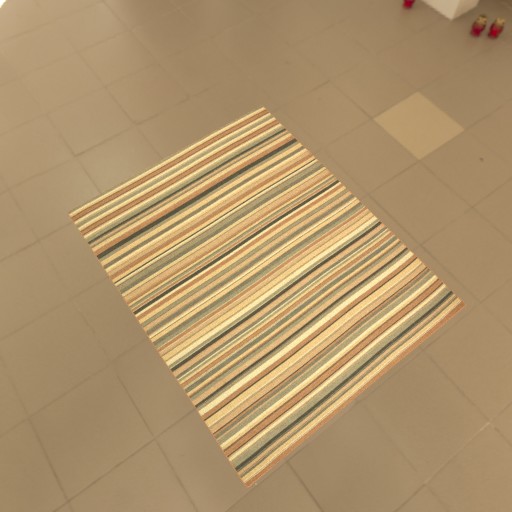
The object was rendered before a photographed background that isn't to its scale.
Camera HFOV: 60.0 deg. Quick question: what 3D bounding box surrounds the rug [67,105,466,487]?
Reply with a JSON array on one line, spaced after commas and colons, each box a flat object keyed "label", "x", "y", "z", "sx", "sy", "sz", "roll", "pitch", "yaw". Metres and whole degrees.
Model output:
[{"label": "rug", "x": 0.000, "y": 0.000, "z": 4.192, "sx": 2.436, "sy": 0.011, "sz": 3.045, "roll": -34, "pitch": 68, "yaw": -16}]
